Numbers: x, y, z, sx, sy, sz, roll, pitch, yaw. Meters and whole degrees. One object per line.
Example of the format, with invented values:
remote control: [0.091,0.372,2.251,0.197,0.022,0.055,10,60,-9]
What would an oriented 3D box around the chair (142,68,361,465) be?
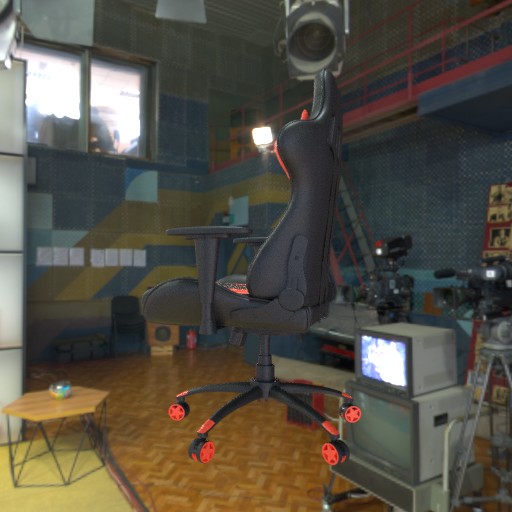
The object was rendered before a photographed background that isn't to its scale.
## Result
chair: [0.000,0.000,1.656,0.730,1.282,0.695,0,-1,19]
